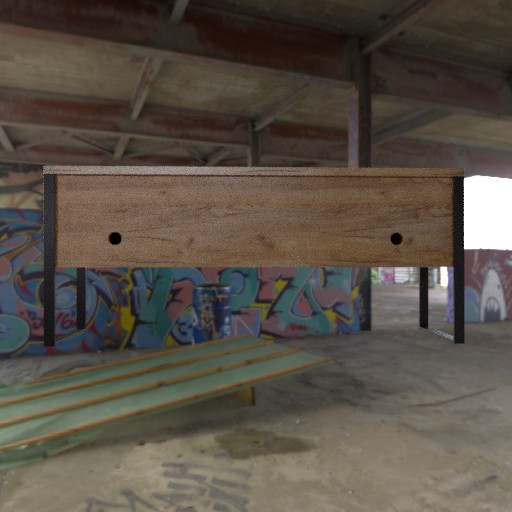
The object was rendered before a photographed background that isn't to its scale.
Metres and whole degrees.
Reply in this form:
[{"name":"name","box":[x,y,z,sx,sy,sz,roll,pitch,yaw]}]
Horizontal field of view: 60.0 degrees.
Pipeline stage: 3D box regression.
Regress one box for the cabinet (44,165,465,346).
[{"name":"cabinet","box":[0.000,0.000,2.093,1.800,0.762,0.395,0,0,-2]}]
